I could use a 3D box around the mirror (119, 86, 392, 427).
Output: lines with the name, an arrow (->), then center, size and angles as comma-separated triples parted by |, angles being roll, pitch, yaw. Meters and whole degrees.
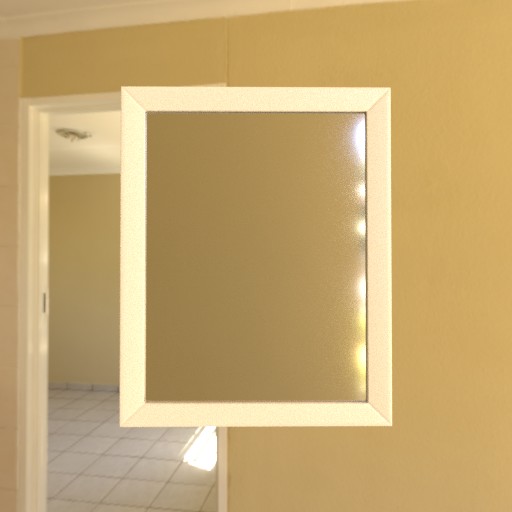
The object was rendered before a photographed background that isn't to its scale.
mirror -> 0.000, 0.000, 0.682 | 0.405, 0.508, 0.041 | 0, -1, -1
